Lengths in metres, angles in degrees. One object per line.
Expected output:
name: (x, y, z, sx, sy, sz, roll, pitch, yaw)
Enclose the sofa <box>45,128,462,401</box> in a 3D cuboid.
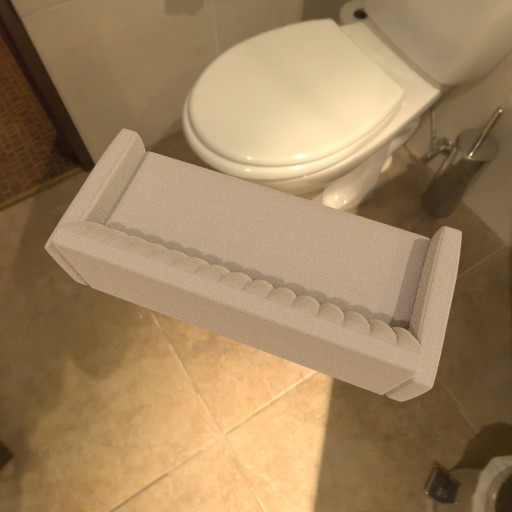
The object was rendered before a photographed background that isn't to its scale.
sofa: (0.000, 0.000, 2.765, 2.291, 0.821, 0.990, 19, 65, 9)
